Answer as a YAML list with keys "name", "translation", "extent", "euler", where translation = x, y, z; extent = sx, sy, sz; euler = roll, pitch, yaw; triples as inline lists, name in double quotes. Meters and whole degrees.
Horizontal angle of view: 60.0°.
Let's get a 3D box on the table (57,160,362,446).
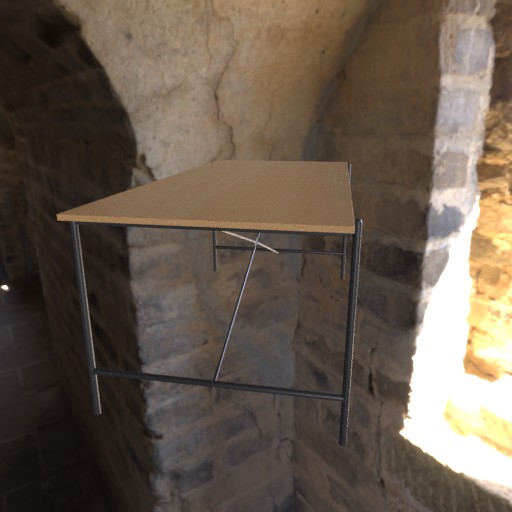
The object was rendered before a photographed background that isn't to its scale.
- name: "table"
  translation: [0.000, 0.000, 2.179]
  extent: [0.900, 0.758, 1.800]
  euler: [3, 18, 10]
